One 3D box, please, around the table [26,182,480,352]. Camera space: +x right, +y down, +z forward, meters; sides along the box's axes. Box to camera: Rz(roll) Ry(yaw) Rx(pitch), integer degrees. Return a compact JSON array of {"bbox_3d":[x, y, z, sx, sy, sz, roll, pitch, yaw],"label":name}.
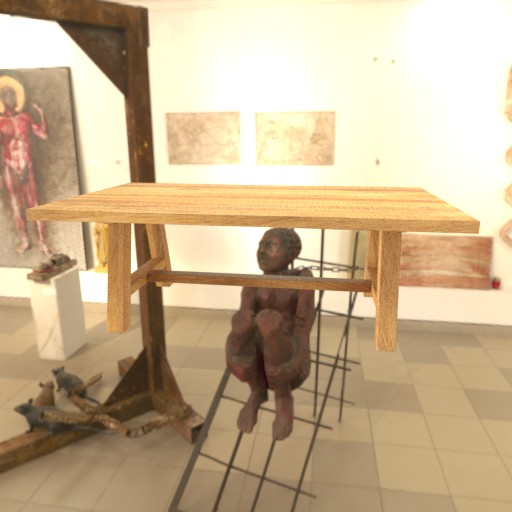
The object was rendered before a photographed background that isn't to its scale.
[{"bbox_3d":[0.000,0.000,1.695,1.320,0.455,0.760,2,16,8],"label":"table"}]
